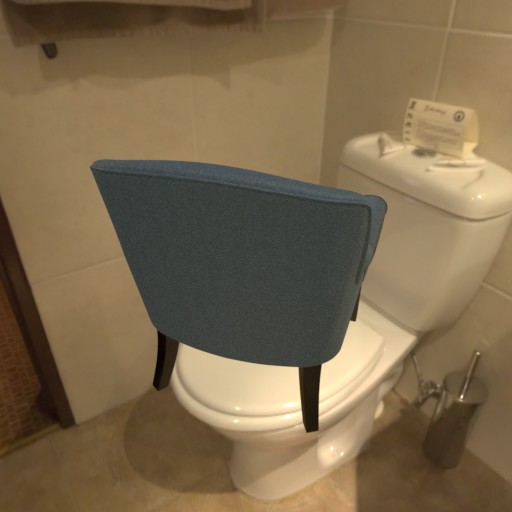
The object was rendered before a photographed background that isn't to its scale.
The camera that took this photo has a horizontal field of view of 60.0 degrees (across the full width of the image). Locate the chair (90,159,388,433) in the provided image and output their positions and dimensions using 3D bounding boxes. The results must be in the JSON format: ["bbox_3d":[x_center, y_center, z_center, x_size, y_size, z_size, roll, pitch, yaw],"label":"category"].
[{"bbox_3d":[0.000,0.000,1.462,0.770,0.878,0.754,10,34,15],"label":"chair"}]
